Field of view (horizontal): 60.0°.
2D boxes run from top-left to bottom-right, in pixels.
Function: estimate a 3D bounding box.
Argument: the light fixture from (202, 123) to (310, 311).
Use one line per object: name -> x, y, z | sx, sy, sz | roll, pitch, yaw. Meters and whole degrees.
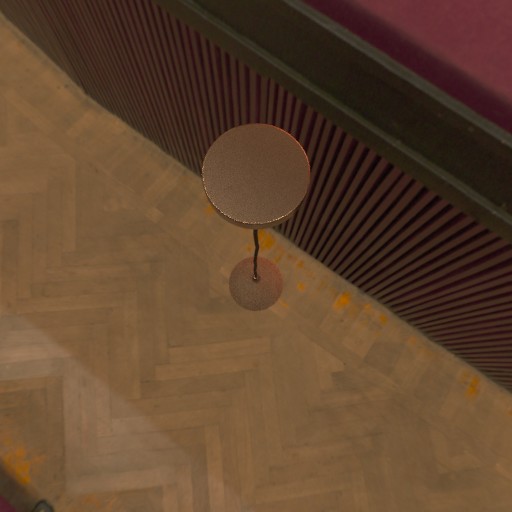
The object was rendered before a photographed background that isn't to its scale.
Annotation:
light fixture -> 0.000, 0.000, 0.823 | 0.139, 0.764, 0.139 | 37, 80, 8
